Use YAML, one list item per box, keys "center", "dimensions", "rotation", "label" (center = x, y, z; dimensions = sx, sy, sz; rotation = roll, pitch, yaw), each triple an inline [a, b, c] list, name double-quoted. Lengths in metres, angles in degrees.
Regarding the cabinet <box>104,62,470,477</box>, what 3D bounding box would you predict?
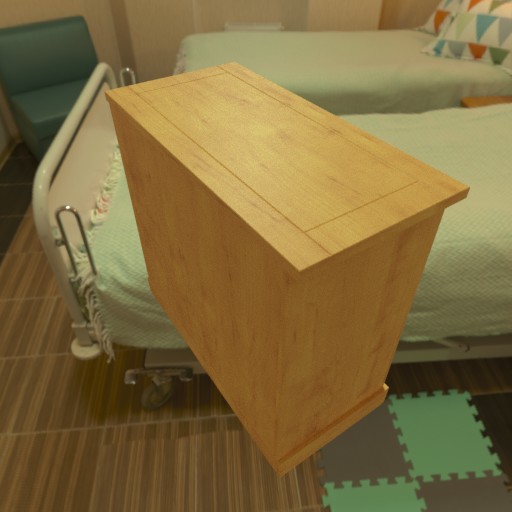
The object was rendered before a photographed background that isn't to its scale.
- center: [0.000, 0.000, 1.388]
  dimensions: [0.450, 0.840, 0.920]
  rotation: [-24, 47, -25]
  label: "cabinet"
